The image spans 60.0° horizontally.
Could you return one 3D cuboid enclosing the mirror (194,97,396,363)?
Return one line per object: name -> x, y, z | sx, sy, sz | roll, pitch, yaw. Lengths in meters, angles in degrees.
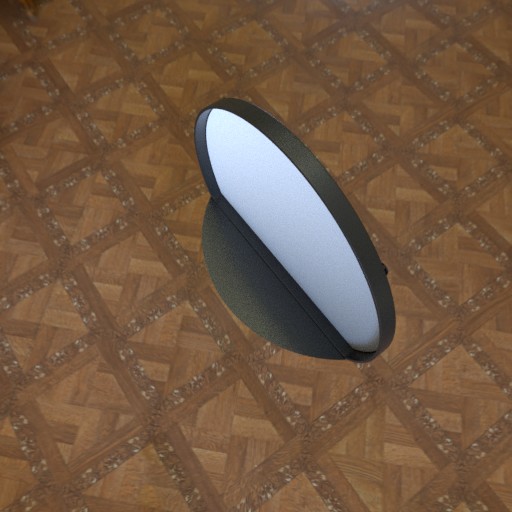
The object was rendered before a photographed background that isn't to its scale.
mirror -> 0.000, 0.000, 0.694 | 0.133, 0.457, 0.457 | -34, 69, -15
